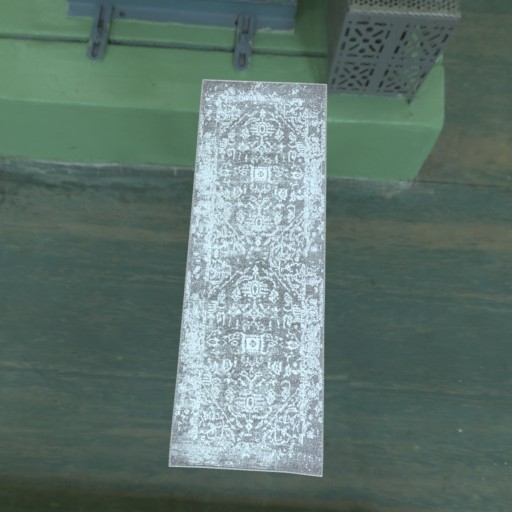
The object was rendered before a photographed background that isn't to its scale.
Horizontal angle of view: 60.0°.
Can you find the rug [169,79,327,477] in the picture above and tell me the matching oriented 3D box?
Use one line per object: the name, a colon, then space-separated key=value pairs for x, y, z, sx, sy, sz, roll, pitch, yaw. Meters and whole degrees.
rug: x=0.000 y=0.000 z=2.723 sx=0.855 sy=0.017 sz=2.452 roll=3 pitch=76 yaw=1
